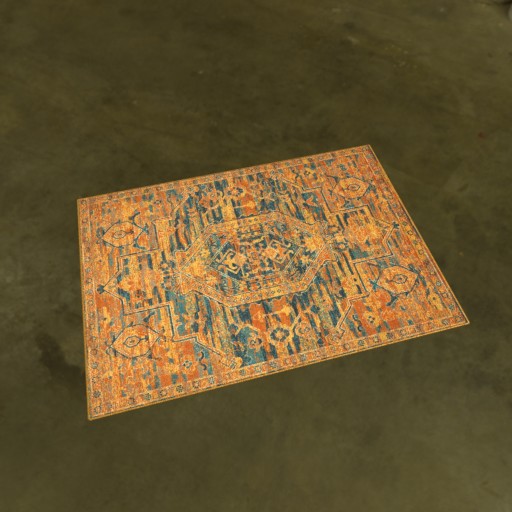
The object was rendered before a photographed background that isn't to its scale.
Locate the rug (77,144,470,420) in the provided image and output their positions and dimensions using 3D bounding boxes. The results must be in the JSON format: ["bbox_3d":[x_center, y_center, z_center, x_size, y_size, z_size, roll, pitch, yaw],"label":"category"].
[{"bbox_3d":[0.000,0.000,3.785,2.916,0.019,2.043,-12,58,-8],"label":"rug"}]
